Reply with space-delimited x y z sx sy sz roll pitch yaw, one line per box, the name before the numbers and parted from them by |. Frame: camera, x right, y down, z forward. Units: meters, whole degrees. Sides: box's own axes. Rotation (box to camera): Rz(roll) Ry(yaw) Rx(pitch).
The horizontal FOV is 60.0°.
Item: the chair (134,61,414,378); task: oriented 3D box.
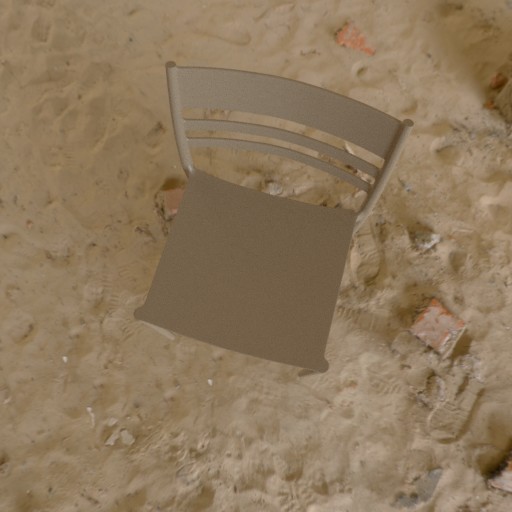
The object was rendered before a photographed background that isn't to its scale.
chair | 0.000 0.000 1.143 0.531 0.800 0.511 15 76 4
